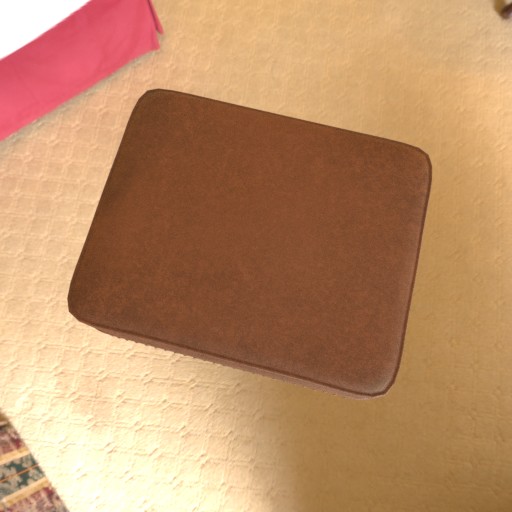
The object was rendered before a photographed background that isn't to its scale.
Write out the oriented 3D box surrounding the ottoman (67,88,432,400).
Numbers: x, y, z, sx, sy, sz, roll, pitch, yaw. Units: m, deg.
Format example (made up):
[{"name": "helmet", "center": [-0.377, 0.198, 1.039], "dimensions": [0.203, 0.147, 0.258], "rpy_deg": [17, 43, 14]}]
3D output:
[{"name": "ottoman", "center": [0.000, 0.000, 1.161], "dimensions": [0.738, 0.537, 0.589], "rpy_deg": [14, 77, 3]}]
